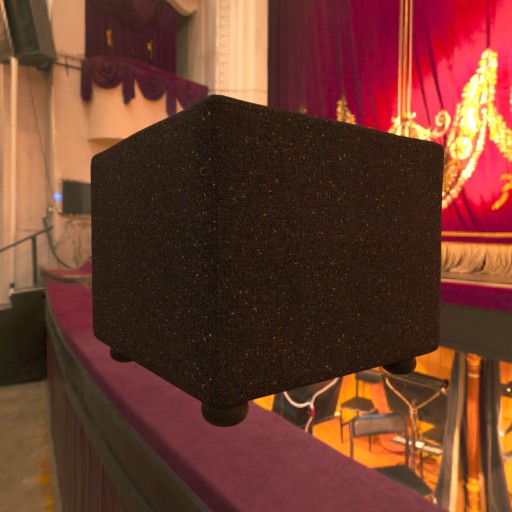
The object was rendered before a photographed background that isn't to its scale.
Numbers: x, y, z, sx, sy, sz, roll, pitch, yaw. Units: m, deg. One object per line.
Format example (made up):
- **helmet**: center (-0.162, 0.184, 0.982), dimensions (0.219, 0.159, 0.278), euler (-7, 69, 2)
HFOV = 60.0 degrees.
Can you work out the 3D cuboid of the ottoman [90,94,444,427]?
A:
- **ottoman**: center (0.000, 0.000, 0.862), dimensions (0.508, 0.432, 0.508), euler (-2, 3, -36)
